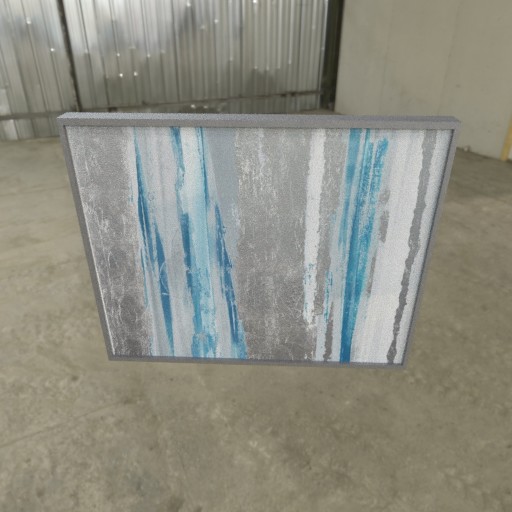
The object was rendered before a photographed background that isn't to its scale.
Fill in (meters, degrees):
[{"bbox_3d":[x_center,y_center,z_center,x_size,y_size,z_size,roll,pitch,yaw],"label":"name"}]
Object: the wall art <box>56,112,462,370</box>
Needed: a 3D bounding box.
[{"bbox_3d":[0.000,0.000,0.735,0.557,0.450,0.037,1,30,2],"label":"wall art"}]
